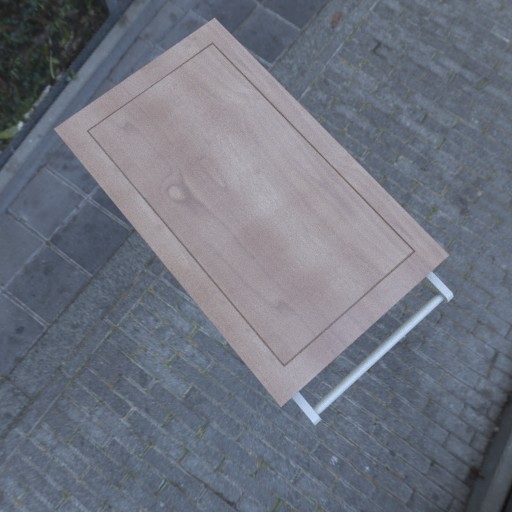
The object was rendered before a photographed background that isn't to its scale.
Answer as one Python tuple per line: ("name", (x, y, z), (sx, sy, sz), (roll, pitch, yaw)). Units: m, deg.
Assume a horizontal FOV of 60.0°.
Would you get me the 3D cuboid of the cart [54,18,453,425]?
("cart", (0.000, 0.000, 1.369), (0.459, 0.901, 0.840), (-39, 79, -9))
